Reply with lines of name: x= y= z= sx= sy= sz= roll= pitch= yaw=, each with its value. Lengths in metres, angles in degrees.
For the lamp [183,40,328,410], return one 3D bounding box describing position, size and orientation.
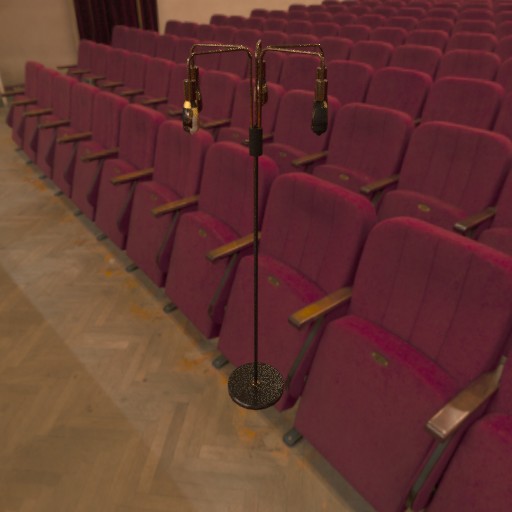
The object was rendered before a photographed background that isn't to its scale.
lamp: x=0.000 y=0.000 z=2.001 sx=0.599 sy=1.721 sz=0.572 roll=-21 pitch=37 yaw=-31
